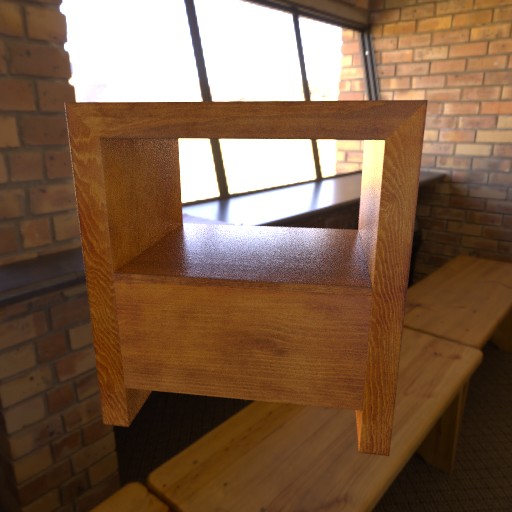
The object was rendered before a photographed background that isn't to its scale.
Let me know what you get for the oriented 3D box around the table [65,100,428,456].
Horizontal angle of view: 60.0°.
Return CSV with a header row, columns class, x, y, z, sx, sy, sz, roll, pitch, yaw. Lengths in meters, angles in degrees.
class,x,y,z,sx,sy,sz,roll,pitch,yaw
table,0.000,0.000,0.938,0.550,0.605,0.400,3,17,9
